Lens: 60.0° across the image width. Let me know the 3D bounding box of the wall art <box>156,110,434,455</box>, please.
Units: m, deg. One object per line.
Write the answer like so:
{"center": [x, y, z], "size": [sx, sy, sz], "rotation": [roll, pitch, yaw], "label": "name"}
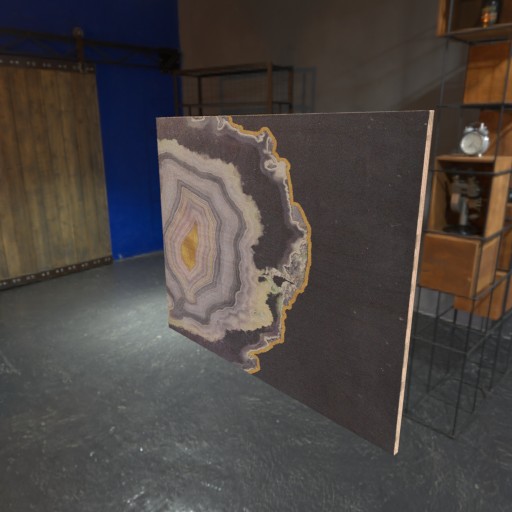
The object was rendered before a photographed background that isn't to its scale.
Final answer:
{"center": [0.000, 0.000, 0.674], "size": [0.010, 0.408, 0.508], "rotation": [-15, 22, -41], "label": "wall art"}
